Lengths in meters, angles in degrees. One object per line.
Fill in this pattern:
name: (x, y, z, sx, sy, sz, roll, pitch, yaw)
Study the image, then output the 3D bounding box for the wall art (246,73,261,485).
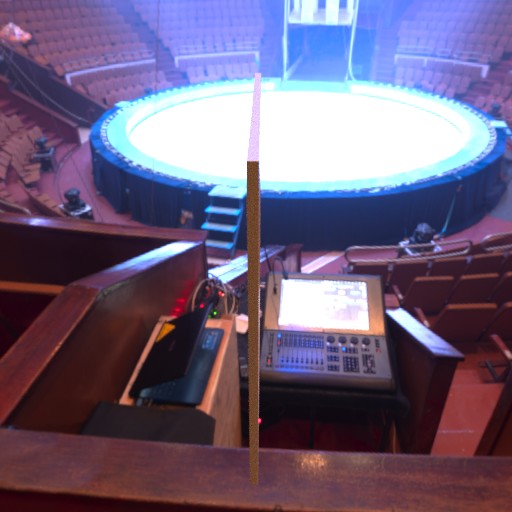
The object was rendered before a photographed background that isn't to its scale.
wall art: (0.000, 0.000, 0.860, 0.015, 0.577, 0.572, 0, 31, 1)
